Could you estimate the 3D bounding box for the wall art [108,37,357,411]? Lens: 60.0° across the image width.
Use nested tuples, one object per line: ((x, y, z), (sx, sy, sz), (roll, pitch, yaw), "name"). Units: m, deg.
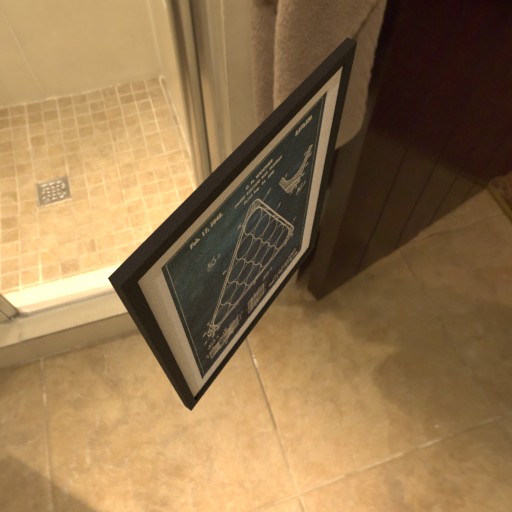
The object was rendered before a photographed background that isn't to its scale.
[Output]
((0.000, 0.000, 1.207), (0.028, 0.863, 0.755), (31, 64, 17), "wall art")
